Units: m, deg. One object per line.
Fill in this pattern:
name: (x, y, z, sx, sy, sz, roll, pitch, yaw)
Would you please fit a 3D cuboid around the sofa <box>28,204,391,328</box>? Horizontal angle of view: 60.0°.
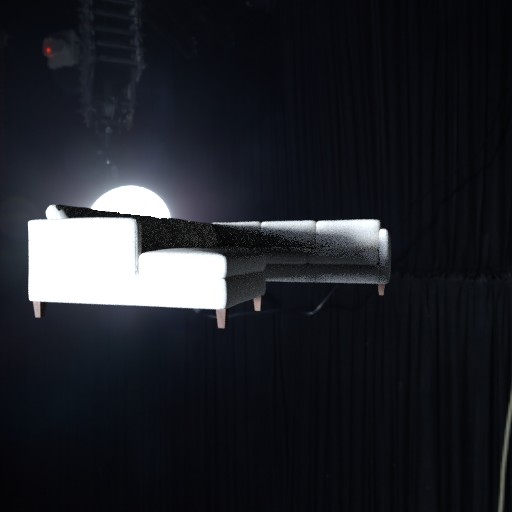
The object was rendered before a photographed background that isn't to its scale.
sofa: (0.000, 0.000, 4.386, 2.551, 0.853, 3.238, 0, 1, 17)
